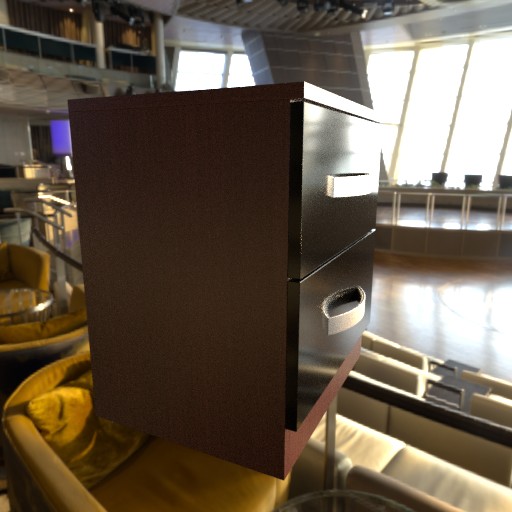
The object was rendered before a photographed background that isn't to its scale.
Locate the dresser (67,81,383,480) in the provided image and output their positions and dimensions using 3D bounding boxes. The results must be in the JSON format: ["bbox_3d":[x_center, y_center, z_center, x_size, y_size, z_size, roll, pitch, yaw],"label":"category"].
[{"bbox_3d":[0.000,0.000,0.736,0.360,0.470,0.400,6,14,26],"label":"dresser"}]
